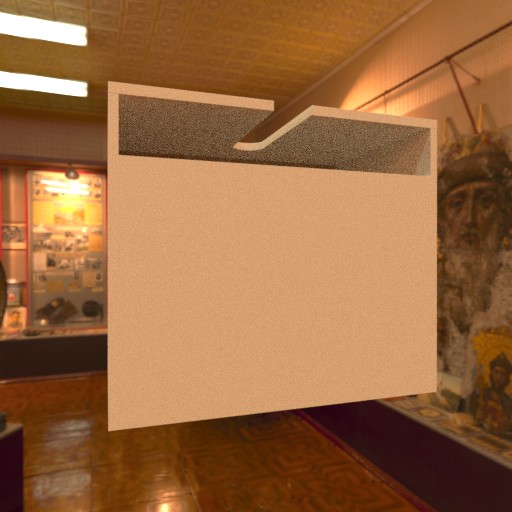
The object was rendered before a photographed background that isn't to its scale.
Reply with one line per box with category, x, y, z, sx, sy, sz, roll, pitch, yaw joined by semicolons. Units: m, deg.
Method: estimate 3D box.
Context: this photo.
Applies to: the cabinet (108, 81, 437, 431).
cabinet;0.000;0.000;0.945;0.600;0.522;0.400;0;0;-19
